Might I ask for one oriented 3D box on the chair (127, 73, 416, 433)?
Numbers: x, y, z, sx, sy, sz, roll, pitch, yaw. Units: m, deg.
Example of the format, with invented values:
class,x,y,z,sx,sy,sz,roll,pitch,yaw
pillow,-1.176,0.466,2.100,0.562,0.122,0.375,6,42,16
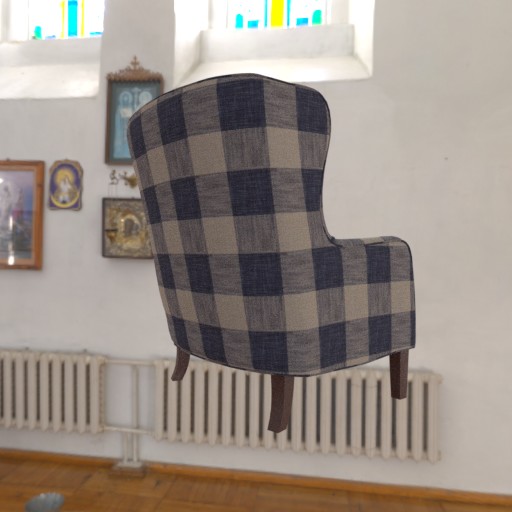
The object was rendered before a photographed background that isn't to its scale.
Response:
class,x,y,z,sx,sy,sz,roll,pitch,yaw
chair,0.000,0.000,1.699,0.889,1.041,0.830,0,0,-37
